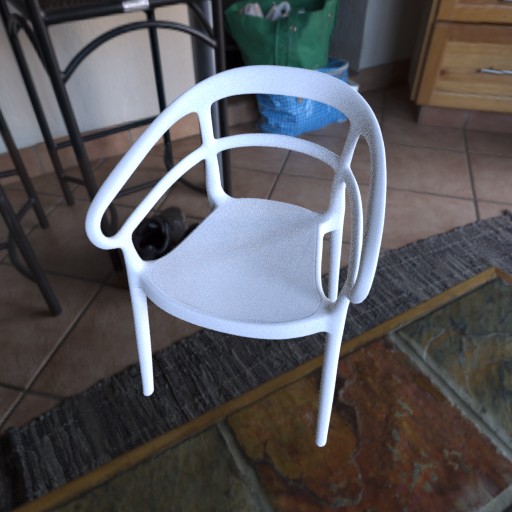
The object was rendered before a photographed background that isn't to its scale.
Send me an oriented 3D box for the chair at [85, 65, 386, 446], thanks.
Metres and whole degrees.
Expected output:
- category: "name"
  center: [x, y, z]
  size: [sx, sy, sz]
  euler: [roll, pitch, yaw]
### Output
- category: "chair"
  center: [0.000, 0.000, 1.119]
  size: [0.559, 0.761, 0.527]
  euler: [11, 43, 13]
